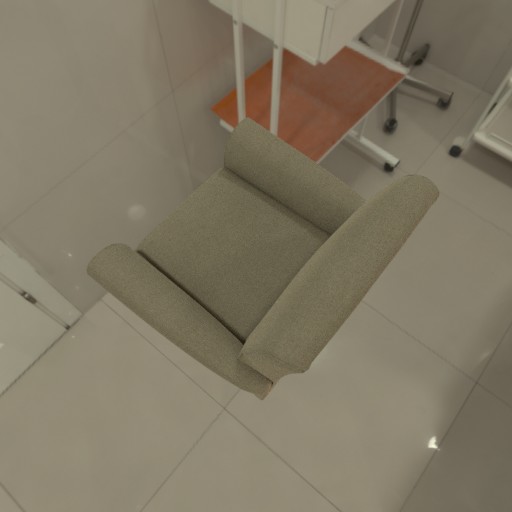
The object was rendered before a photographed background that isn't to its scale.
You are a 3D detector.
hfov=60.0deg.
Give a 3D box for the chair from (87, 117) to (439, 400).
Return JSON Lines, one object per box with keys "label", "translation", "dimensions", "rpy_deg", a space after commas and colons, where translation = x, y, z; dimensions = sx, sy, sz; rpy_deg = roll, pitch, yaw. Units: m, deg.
{"label": "chair", "translation": [0.000, 0.000, 1.789], "dimensions": [0.905, 1.061, 0.978], "rpy_deg": [36, 69, 16]}
